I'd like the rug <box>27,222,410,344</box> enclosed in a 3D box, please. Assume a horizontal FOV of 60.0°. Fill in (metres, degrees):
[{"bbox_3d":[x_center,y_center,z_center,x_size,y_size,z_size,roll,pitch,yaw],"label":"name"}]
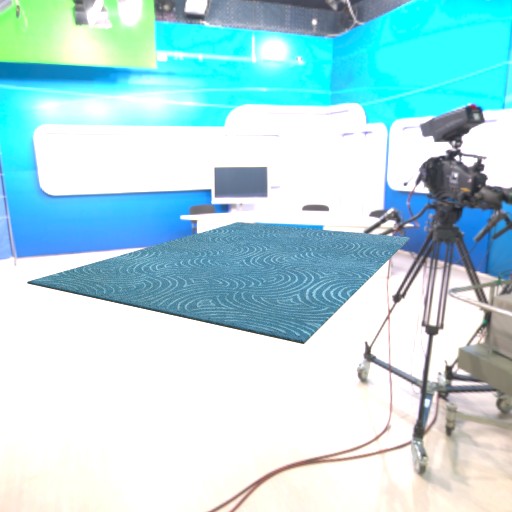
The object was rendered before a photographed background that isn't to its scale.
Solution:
[{"bbox_3d":[0.000,0.000,2.856,1.543,0.015,2.144,7,16,27],"label":"rug"}]
